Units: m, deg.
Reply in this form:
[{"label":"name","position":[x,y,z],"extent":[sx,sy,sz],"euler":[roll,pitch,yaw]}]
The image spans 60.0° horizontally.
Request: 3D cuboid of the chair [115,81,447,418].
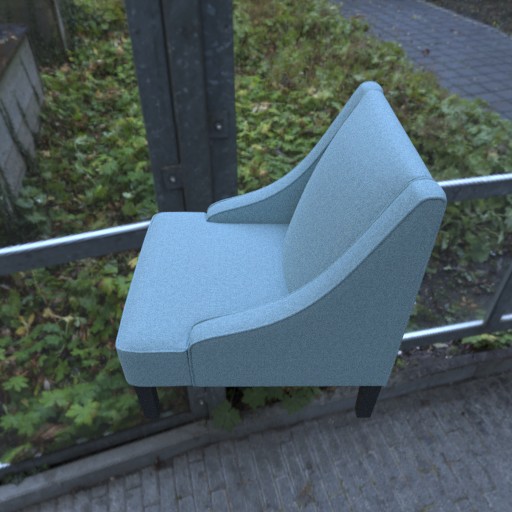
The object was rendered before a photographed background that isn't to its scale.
[{"label":"chair","position":[0.000,0.000,1.829],"extent":[1.025,1.133,0.857],"euler":[0,41,0]}]
